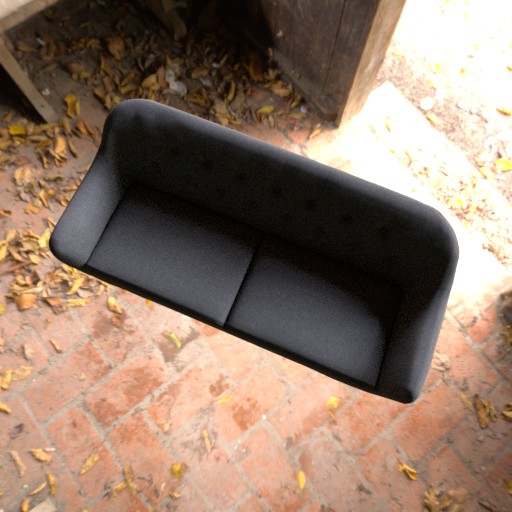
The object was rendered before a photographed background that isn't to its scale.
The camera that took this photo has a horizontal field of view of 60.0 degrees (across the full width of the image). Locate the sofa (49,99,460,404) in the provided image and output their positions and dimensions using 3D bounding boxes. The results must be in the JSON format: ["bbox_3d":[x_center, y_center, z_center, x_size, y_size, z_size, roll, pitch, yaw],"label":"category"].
[{"bbox_3d":[0.000,0.000,2.233,1.840,0.820,0.820,22,76,6],"label":"sofa"}]
